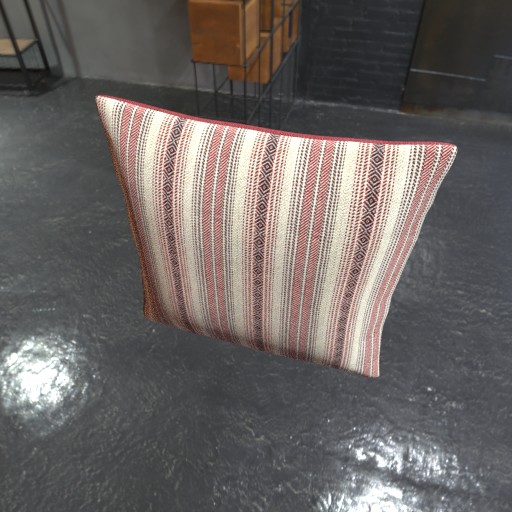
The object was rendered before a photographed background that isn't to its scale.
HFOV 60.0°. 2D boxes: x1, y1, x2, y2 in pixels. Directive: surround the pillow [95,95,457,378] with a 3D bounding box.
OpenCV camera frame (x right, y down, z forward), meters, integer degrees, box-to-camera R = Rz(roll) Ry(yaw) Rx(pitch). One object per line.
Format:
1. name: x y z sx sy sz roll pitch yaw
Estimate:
1. pillow: 0.000 0.000 0.760 0.513 0.497 0.166 12 44 13
